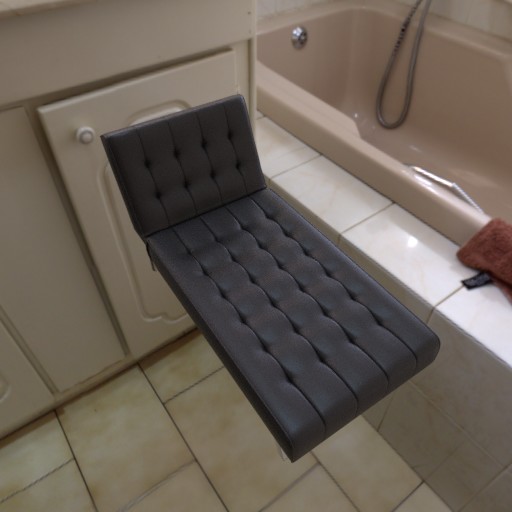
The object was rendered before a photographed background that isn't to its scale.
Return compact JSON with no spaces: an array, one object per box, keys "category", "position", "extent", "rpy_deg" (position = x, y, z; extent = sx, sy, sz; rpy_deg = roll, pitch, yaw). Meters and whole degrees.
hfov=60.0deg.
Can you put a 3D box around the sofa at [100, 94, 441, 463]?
[{"category":"sofa","position":[0.000,0.000,2.023],"extent":[0.760,0.820,1.560],"rpy_deg":[-25,51,-23]}]
